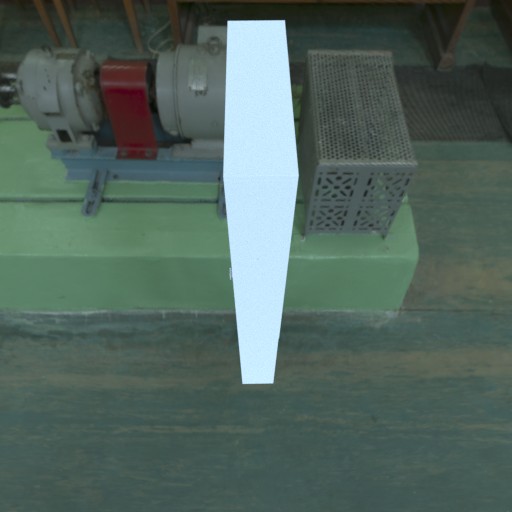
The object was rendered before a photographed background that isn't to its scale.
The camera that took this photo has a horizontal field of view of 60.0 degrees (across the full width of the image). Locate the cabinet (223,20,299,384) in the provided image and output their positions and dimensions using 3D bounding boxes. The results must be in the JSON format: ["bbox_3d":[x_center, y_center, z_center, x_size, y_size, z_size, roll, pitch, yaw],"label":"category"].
[{"bbox_3d":[0.000,0.000,1.974,0.192,1.770,0.643,-1,58,-1],"label":"cabinet"}]
